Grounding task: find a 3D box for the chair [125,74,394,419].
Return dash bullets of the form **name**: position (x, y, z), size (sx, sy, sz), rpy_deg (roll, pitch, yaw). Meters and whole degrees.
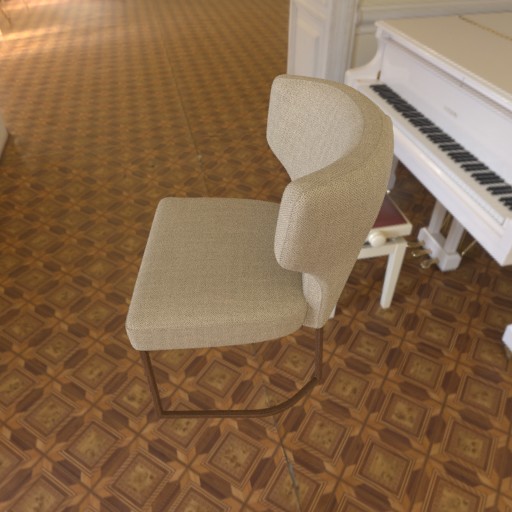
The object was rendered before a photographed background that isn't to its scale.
- **chair**: position (0.000, 0.000, 1.237), size (0.617, 0.824, 0.611), rpy_deg (0, 41, -1)
